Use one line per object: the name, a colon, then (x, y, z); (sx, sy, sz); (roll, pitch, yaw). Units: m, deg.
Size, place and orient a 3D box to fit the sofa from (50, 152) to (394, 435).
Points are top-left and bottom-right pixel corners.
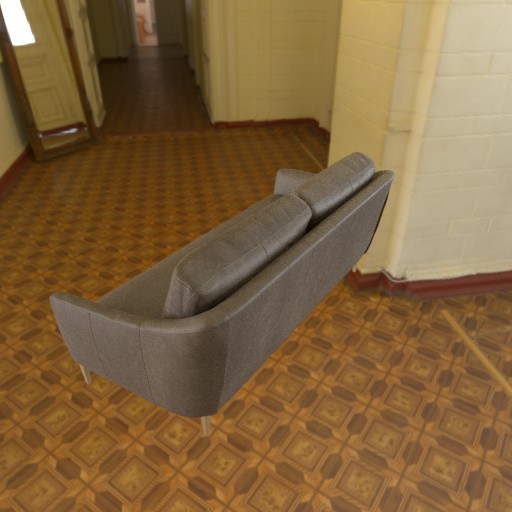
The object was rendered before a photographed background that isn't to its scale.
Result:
sofa: (0.000, 0.000, 2.589); (0.960, 0.902, 2.036); (20, 36, 29)
